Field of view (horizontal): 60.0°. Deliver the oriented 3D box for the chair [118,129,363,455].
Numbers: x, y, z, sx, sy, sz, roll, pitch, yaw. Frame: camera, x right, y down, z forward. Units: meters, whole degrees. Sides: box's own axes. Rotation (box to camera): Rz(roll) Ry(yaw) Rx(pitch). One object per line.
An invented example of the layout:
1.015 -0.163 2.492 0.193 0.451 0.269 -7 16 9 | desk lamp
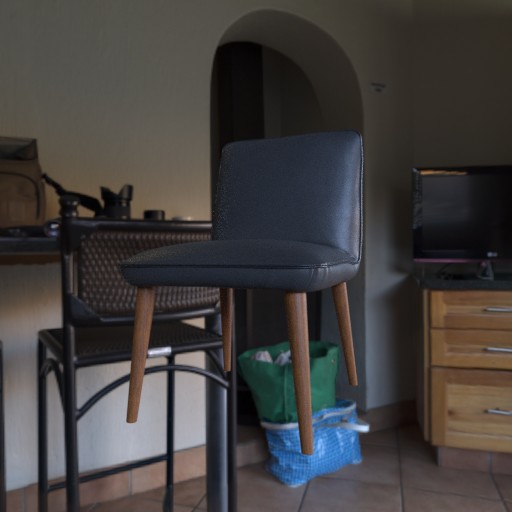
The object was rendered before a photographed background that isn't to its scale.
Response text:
0.000 0.000 1.227 0.543 0.801 0.645 0 0 18 | chair
